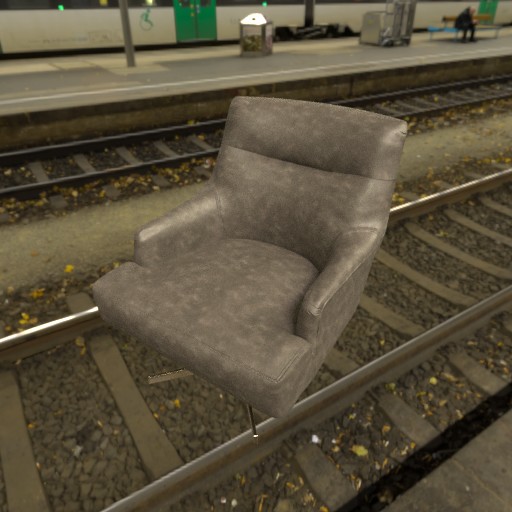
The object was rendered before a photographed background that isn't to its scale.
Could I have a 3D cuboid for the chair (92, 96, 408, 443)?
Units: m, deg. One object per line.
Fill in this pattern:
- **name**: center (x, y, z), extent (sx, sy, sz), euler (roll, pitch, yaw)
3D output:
- **chair**: center (0.000, 0.000, 1.512), extent (0.738, 0.870, 0.874), euler (20, 36, 30)
